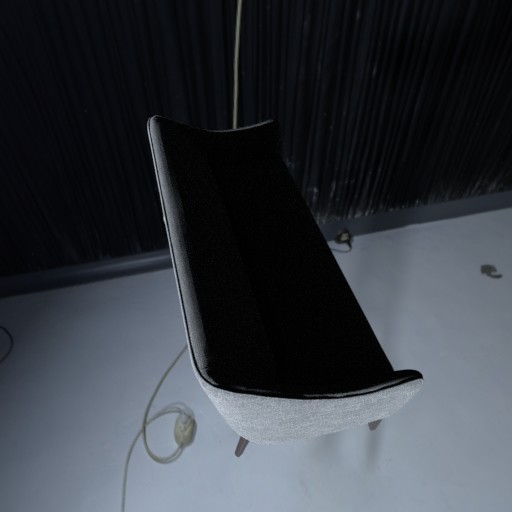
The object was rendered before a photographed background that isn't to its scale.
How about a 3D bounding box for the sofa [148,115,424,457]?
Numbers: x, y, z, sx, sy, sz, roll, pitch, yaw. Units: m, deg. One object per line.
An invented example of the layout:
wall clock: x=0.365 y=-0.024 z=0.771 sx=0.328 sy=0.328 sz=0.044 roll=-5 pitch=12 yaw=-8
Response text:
sofa: x=0.000 y=0.000 z=2.358 sx=0.867 sy=0.829 sz=1.928 roll=-11 pitch=48 yaw=-10
